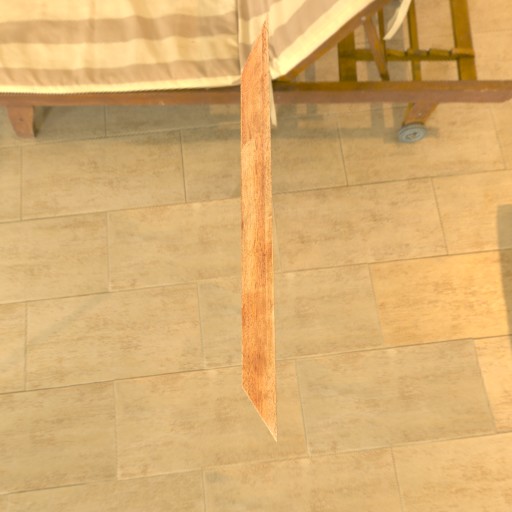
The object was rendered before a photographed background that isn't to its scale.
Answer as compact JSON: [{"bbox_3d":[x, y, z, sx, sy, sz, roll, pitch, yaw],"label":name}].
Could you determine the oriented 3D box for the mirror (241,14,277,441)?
[{"bbox_3d":[0.000,0.000,0.957,0.047,0.651,0.651,-1,76,0],"label":"mirror"}]
